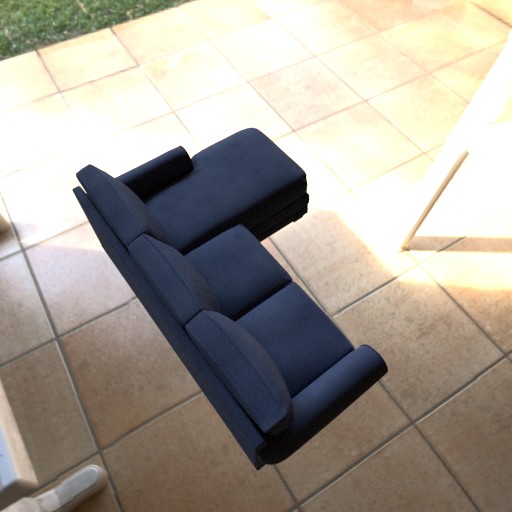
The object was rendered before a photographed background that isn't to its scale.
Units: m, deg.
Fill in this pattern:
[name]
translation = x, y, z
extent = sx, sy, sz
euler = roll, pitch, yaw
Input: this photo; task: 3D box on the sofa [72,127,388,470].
[sofa]
translation = 0.000, 0.000, 3.479
extent = 1.780, 1.063, 2.567
euler = -33, 63, -19
